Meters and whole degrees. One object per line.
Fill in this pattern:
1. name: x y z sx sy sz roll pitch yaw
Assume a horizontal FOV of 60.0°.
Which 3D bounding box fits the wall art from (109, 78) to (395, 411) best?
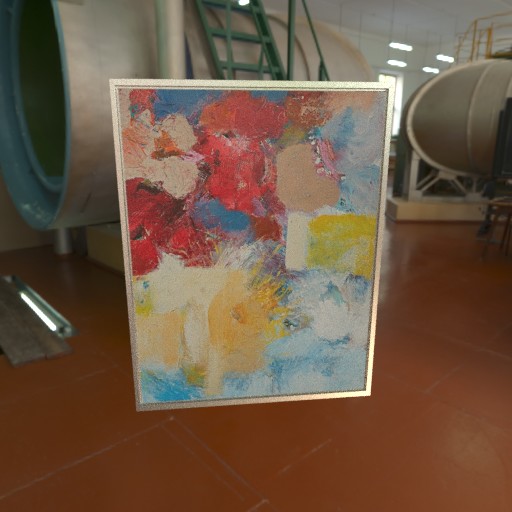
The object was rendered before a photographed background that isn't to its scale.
1. wall art: 0.000 0.000 0.772 0.444 0.569 0.025 -2 16 -6
